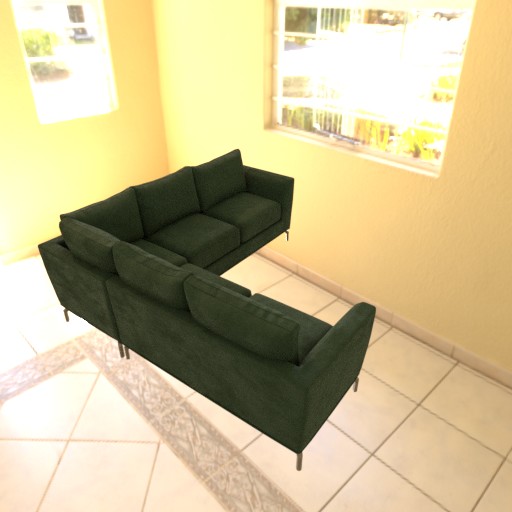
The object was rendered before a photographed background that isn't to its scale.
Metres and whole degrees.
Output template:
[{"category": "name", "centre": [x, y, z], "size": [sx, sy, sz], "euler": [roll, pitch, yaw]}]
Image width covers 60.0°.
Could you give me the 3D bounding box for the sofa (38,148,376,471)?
[{"category": "sofa", "centre": [0.000, 0.000, 3.798], "size": [2.468, 1.004, 2.452], "euler": [21, 37, 31]}]
